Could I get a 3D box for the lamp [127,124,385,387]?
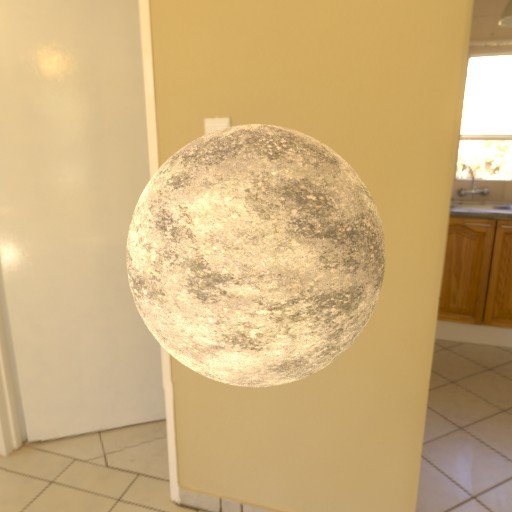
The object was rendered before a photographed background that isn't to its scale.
[{"bbox_3d":[0.000,0.000,0.752,0.422,0.429,0.422,0,15,0],"label":"lamp"}]
